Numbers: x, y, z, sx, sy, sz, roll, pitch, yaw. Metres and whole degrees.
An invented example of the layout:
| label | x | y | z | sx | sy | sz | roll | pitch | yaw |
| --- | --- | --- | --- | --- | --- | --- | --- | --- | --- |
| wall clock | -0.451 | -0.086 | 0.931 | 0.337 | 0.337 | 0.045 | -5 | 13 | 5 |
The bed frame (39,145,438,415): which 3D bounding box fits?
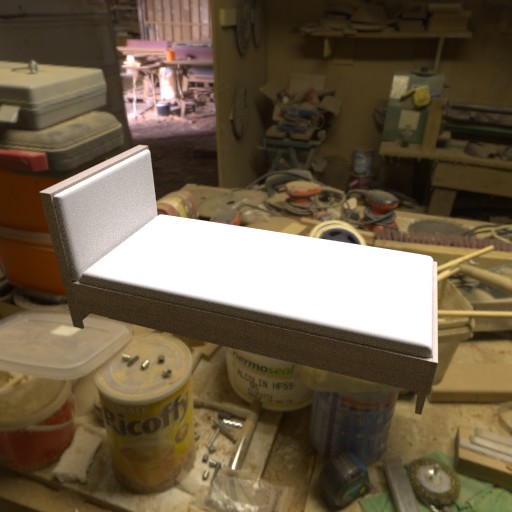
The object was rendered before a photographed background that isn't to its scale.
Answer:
| label | x | y | z | sx | sy | sz | roll | pitch | yaw |
| --- | --- | --- | --- | --- | --- | --- | --- | --- | --- |
| bed frame | 0.000 | 0.000 | 2.722 | 2.140 | 0.920 | 0.990 | 10 | 31 | 17 |
